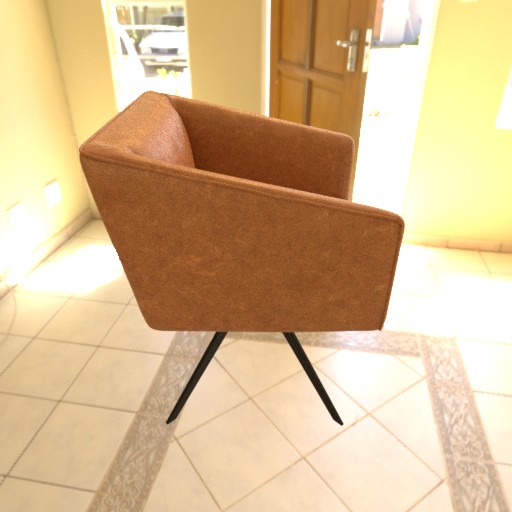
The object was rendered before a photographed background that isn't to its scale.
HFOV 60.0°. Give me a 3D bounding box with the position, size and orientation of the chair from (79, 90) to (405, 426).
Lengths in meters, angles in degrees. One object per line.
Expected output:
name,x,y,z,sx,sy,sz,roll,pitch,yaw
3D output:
chair,0.000,0.000,1.202,0.625,0.760,0.588,0,31,0
